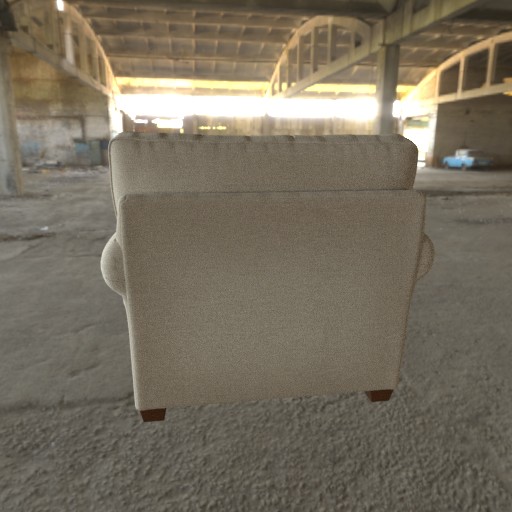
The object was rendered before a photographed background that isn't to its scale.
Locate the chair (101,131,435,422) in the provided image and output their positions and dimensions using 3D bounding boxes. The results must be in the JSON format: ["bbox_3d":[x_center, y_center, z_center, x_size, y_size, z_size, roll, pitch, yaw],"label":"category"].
[{"bbox_3d":[0.000,0.000,1.810,1.092,0.961,0.965,-2,14,-8],"label":"chair"}]
